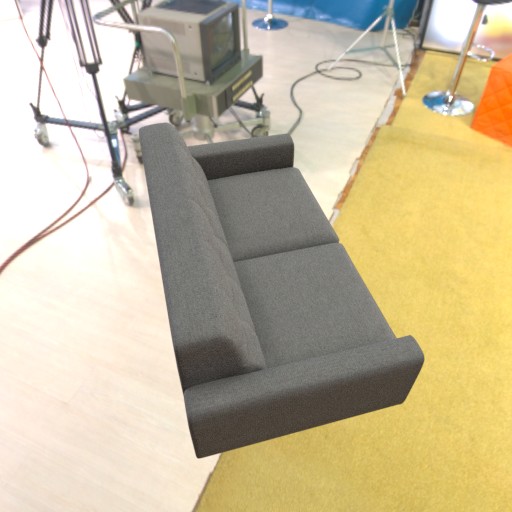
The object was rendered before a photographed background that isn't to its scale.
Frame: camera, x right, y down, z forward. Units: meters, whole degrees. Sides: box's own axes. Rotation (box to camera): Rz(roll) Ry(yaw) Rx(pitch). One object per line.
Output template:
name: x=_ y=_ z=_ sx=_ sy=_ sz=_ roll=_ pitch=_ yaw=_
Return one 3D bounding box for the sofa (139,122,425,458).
sofa: x=0.000 y=0.000 z=2.188 sx=0.909 sy=0.841 sz=1.631 roll=-11 pitch=47 yaw=-10
